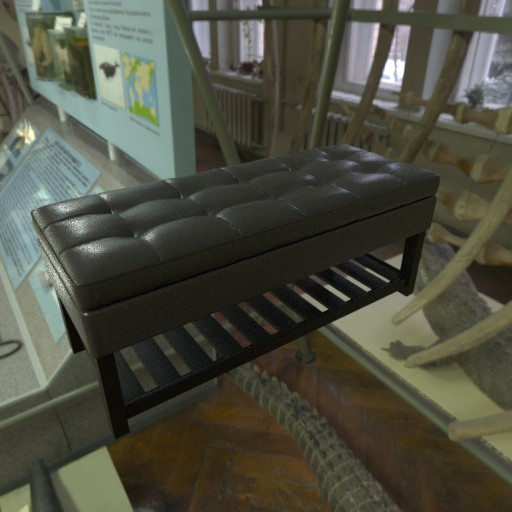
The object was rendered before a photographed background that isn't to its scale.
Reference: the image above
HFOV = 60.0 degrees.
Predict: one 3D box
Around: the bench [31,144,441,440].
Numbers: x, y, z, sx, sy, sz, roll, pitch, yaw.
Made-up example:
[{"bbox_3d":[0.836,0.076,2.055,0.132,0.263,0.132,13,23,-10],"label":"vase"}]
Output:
[{"bbox_3d":[0.000,0.000,1.337,1.105,0.460,0.432,-19,34,-30],"label":"bench"}]
